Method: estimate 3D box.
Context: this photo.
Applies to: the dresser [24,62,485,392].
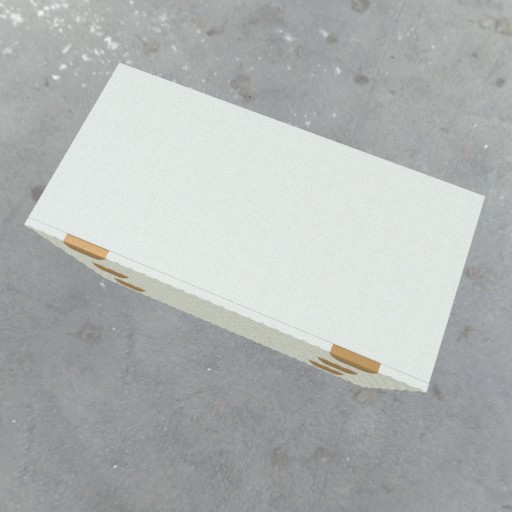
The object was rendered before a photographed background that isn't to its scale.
[{"bbox_3d":[0.000,0.000,1.315,0.905,0.721,0.457,22,76,6],"label":"dresser"}]
